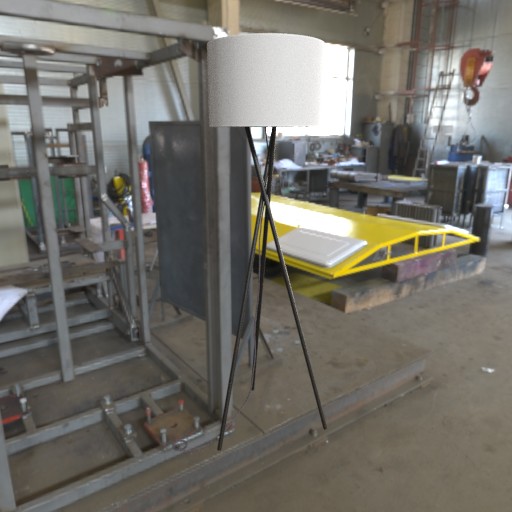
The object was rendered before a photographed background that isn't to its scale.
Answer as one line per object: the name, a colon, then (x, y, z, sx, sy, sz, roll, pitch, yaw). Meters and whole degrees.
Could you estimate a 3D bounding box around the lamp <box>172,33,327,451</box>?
lamp: (0.000, 0.000, 1.879, 0.667, 1.624, 0.522, 2, 16, 9)
